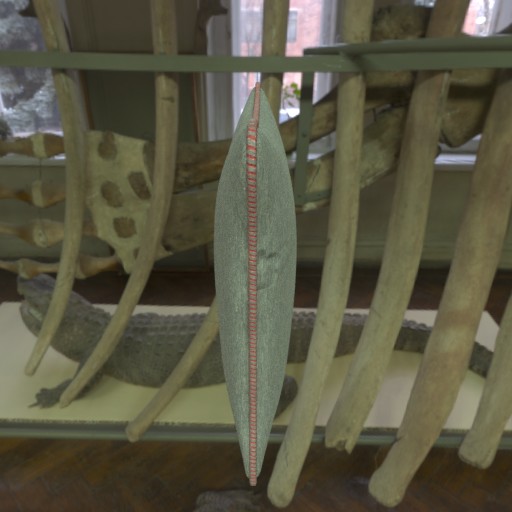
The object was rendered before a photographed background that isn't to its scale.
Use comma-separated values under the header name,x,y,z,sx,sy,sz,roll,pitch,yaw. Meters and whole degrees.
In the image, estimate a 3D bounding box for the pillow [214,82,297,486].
name,x,y,z,sx,sy,sz,roll,pitch,yaw
pillow,0.000,0.000,0.714,0.124,0.491,0.482,0,26,1
